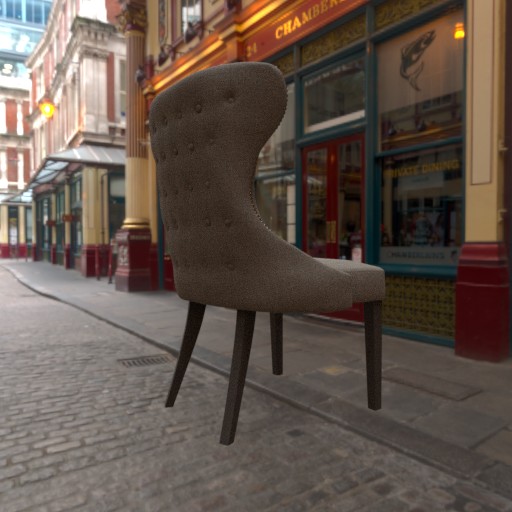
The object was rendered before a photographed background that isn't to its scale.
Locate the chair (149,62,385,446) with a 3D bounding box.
[{"bbox_3d":[0.000,0.000,1.417,0.635,0.967,0.628,-1,1,-37],"label":"chair"}]
